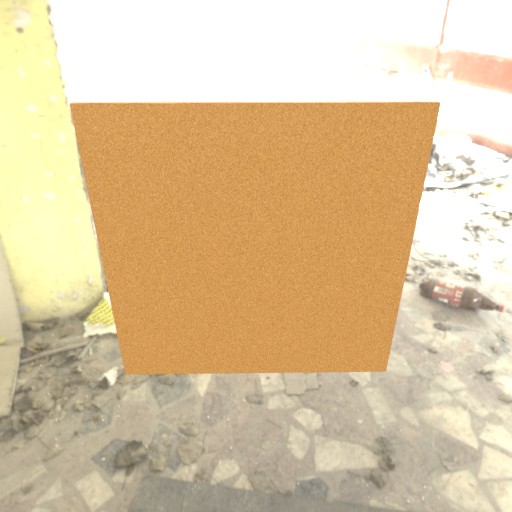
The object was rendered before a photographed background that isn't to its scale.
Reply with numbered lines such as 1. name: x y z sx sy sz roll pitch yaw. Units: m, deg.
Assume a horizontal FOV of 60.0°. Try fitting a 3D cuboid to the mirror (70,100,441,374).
1. mirror: 0.000 0.000 1.190 0.804 0.804 0.061 0 31 -1
